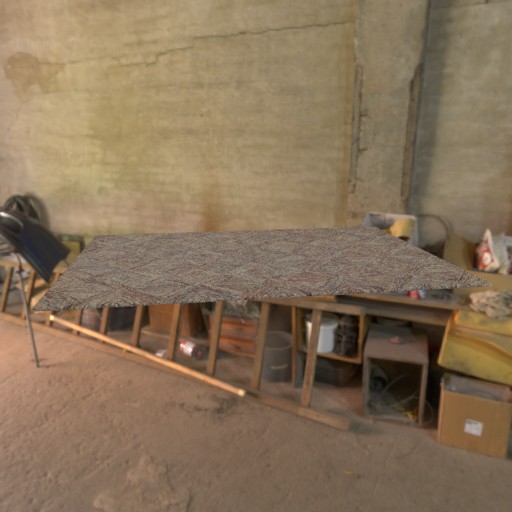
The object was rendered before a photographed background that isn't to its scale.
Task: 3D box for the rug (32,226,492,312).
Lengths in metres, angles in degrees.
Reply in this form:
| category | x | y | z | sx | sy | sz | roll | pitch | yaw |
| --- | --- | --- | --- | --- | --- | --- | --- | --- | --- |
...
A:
| category | x | y | z | sx | sy | sz | roll | pitch | yaw |
| --- | --- | --- | --- | --- | --- | --- | --- | --- | --- |
| rug | 0.000 | 0.000 | 2.894 | 2.285 | 0.019 | 1.523 | -2 | 15 | -8 |
